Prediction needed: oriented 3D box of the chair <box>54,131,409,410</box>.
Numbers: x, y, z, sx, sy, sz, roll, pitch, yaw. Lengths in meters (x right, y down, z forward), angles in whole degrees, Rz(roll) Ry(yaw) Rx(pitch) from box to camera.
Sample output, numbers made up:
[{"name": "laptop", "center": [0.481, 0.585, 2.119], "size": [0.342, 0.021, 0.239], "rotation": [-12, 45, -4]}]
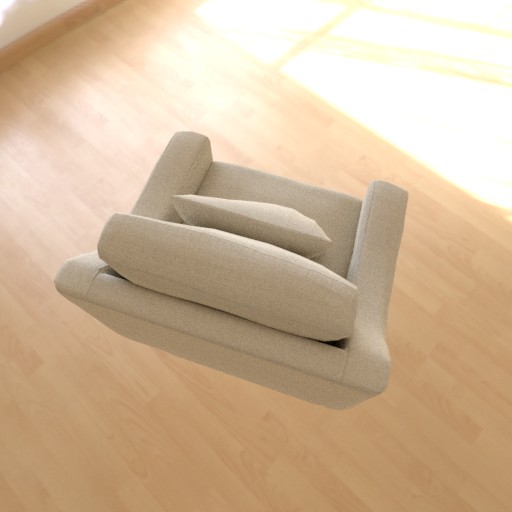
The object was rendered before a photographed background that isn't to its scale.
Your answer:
[{"name": "chair", "center": [0.000, 0.000, 1.956], "size": [1.178, 1.016, 1.009], "rotation": [16, 64, 8]}]
